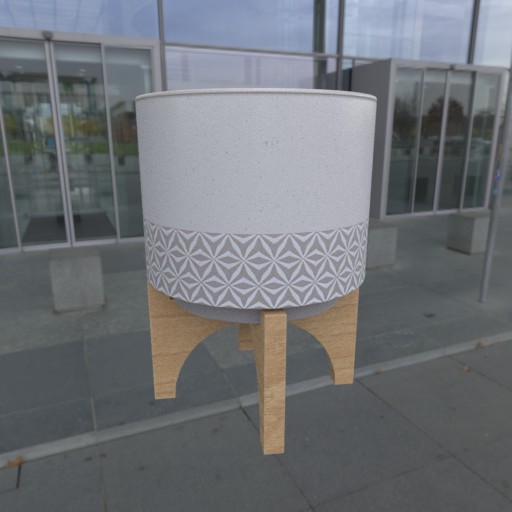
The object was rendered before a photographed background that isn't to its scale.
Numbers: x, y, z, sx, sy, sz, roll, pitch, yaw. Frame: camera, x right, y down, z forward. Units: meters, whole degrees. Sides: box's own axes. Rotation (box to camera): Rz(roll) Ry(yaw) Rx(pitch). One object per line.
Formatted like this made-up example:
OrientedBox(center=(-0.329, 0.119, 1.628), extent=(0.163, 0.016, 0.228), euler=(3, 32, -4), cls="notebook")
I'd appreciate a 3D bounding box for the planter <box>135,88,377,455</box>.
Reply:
OrientedBox(center=(0.000, 0.000, 0.390), extent=(0.188, 0.260, 0.188), euler=(0, 15, 0), cls="planter")
